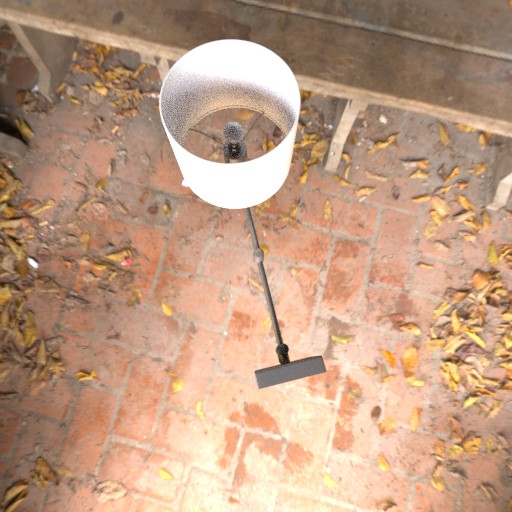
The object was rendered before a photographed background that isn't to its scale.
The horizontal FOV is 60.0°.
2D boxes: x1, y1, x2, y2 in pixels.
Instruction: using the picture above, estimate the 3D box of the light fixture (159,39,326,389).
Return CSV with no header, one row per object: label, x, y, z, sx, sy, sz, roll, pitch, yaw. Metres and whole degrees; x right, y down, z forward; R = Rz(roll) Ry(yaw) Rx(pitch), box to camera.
light fixture,0.000,0.000,0.917,0.203,0.651,0.516,-13,77,-3
